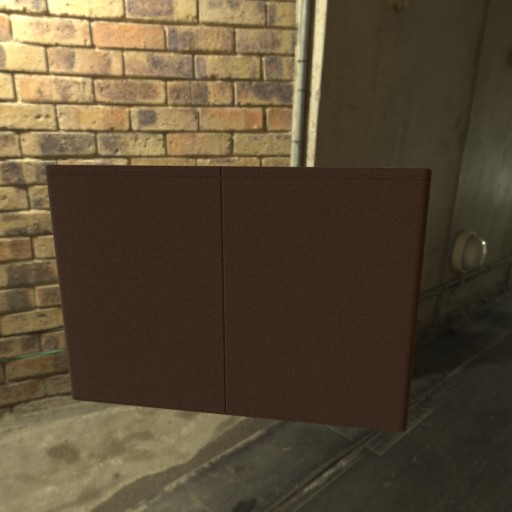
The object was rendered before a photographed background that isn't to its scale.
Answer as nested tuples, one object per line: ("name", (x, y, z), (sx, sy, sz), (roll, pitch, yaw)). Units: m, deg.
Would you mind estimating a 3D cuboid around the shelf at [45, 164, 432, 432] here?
("shelf", (0.000, 0.000, 0.489), (0.292, 0.210, 0.292), (2, 15, 9))
